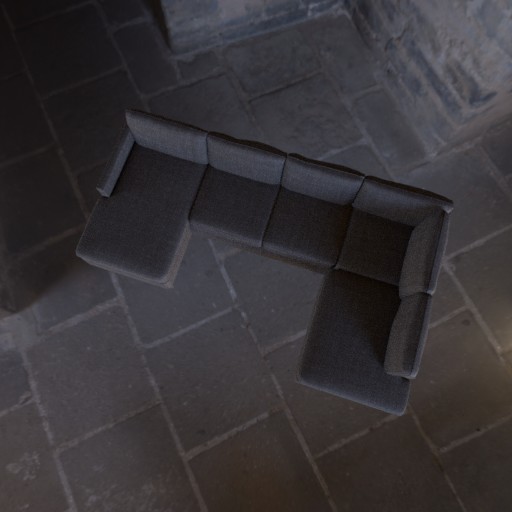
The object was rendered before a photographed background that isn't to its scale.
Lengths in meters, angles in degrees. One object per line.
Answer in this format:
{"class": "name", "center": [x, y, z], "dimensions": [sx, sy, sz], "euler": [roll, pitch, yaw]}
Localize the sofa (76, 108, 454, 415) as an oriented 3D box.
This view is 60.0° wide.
{"class": "sofa", "center": [0.000, 0.000, 4.360], "dimensions": [3.423, 0.999, 2.048], "euler": [17, 76, 5]}
